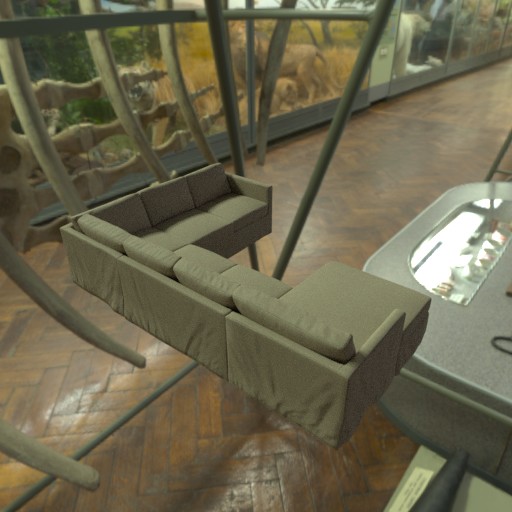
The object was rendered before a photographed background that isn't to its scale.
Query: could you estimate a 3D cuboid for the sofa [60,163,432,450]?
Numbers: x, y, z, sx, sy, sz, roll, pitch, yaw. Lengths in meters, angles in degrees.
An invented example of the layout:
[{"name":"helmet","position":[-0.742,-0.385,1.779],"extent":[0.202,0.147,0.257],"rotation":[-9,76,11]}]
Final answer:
[{"name":"sofa","position":[0.000,0.000,4.695],"extent":[3.528,0.878,2.476],"rotation":[22,36,33]}]
